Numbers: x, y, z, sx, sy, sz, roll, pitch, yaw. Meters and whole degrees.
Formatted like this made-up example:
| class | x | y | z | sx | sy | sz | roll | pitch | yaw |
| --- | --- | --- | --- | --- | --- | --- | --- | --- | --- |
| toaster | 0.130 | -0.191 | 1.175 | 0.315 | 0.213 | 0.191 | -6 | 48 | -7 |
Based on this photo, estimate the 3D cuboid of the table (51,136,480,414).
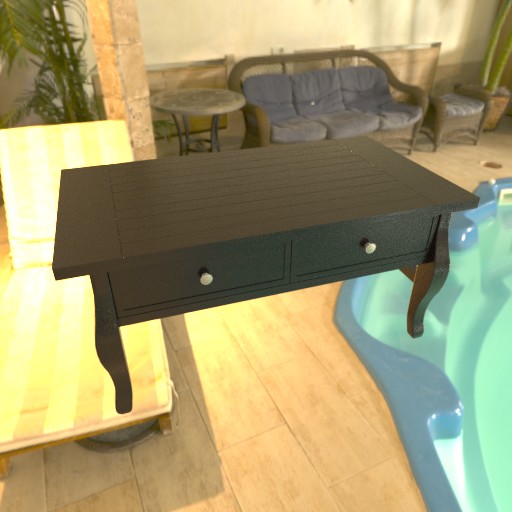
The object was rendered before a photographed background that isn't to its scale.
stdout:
| class | x | y | z | sx | sy | sz | roll | pitch | yaw |
| --- | --- | --- | --- | --- | --- | --- | --- | --- | --- |
| table | 0.000 | 0.000 | 1.396 | 1.062 | 0.494 | 0.600 | -10 | 33 | -16 |
